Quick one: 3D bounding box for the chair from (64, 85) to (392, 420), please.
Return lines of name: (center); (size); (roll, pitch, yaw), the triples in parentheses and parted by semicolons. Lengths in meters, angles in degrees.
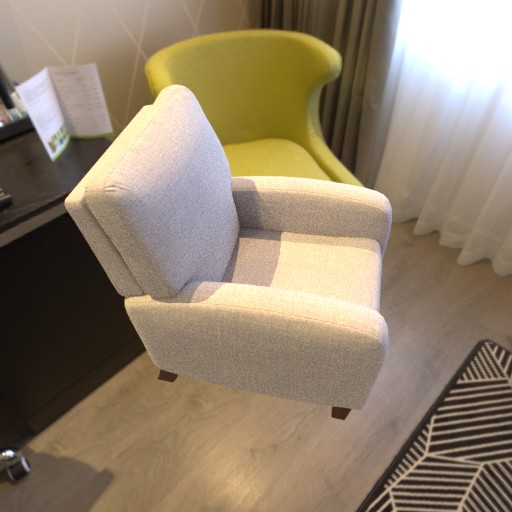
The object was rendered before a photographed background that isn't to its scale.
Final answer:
chair: (0.000, 0.000, 1.664); (0.990, 0.990, 0.762); (9, 47, 9)
